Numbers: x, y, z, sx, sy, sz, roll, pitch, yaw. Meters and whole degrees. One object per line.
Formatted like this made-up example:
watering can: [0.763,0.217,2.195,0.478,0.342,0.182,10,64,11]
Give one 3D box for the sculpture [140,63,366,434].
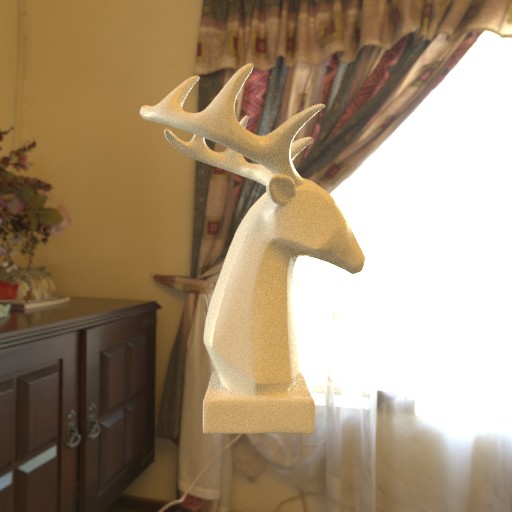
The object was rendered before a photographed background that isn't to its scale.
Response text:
sculpture: [0.000,0.000,0.457,0.224,0.329,0.174,0,0,-1]
